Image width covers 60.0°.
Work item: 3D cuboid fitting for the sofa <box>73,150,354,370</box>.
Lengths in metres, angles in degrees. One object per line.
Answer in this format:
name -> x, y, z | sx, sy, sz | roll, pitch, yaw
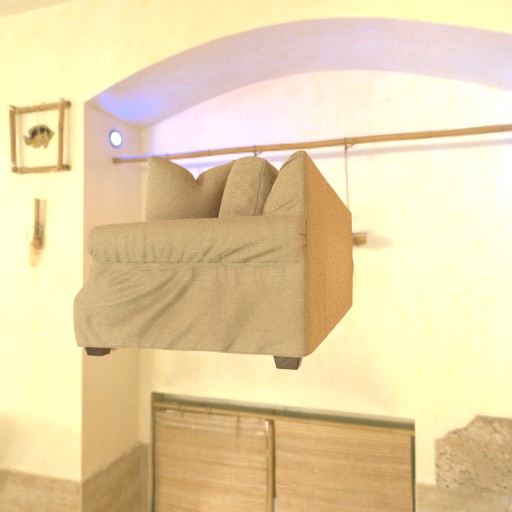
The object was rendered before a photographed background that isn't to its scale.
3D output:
sofa -> 0.000, 0.000, 2.816 | 1.067, 0.904, 2.285 | 0, -1, 17
